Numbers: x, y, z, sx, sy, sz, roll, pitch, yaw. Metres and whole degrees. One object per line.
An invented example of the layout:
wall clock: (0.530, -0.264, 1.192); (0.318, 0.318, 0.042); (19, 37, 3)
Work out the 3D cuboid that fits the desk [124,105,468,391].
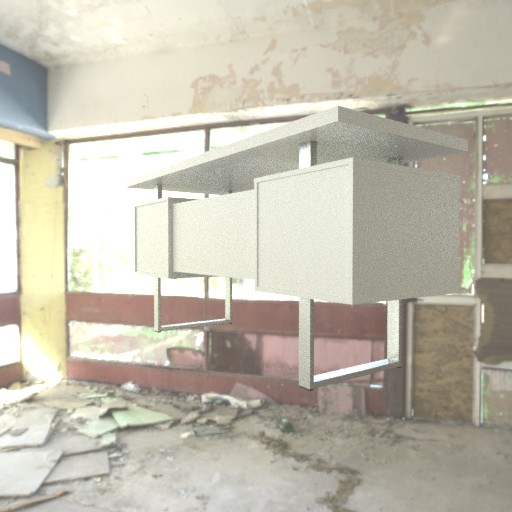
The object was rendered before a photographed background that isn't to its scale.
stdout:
desk: (0.000, 0.000, 1.892); (0.603, 0.773, 1.530); (-1, 1, -36)
